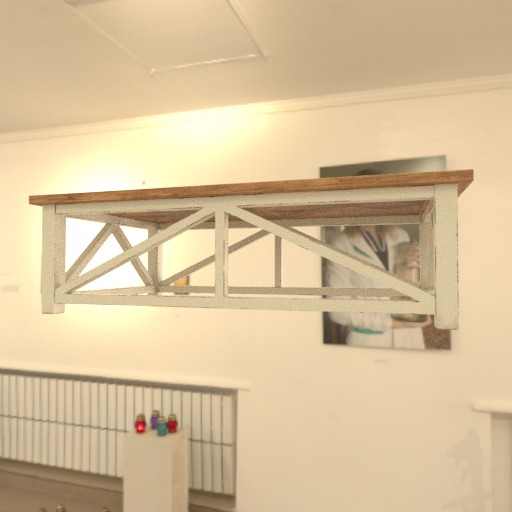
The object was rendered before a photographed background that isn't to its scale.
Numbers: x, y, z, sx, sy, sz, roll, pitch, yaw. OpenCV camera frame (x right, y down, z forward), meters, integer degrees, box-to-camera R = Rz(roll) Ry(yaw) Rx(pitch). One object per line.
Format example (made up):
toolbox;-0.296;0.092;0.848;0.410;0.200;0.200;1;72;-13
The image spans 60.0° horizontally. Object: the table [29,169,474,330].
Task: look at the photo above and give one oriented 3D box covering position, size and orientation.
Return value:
table;0.000;0.000;1.703;1.400;0.410;0.800;0;-1;17
